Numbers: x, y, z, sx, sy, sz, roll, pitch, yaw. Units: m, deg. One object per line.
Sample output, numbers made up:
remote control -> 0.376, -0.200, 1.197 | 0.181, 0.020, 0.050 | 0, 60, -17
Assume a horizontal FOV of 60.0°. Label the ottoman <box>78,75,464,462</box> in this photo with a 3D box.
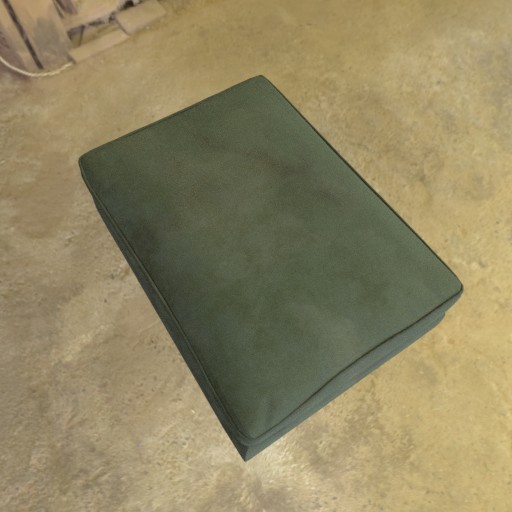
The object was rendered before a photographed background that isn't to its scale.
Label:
ottoman -> 0.000, 0.000, 1.260 | 0.632, 0.495, 0.864 | -30, 66, -15
